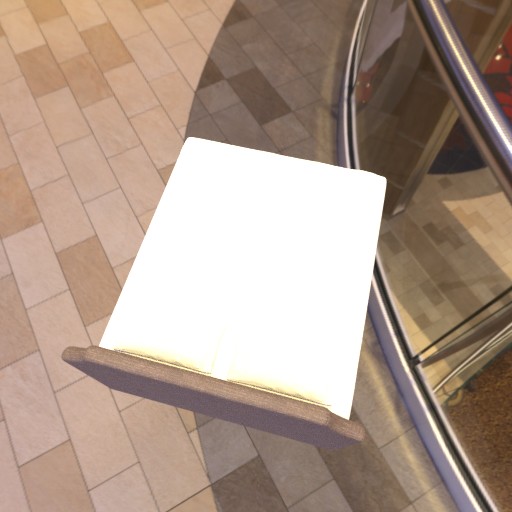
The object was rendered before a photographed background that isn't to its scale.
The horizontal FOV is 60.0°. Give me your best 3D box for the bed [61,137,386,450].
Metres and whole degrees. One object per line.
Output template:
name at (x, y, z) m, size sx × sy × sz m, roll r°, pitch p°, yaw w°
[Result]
bed at (0.000, 0.000, 4.086) m, size 2.350 × 1.590 × 2.773 m, roll 13°, pitch 64°, yaw 6°
